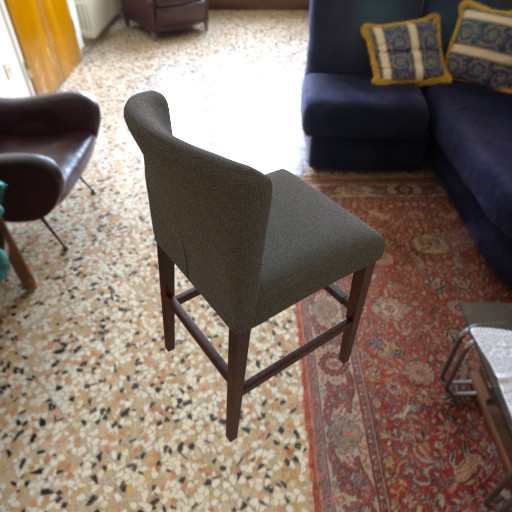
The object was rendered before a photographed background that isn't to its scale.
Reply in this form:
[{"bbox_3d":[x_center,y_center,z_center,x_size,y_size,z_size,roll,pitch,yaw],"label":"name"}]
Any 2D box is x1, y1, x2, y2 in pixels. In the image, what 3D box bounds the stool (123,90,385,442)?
[{"bbox_3d":[0.000,0.000,1.294,0.568,0.968,0.479,-26,48,-26],"label":"stool"}]
